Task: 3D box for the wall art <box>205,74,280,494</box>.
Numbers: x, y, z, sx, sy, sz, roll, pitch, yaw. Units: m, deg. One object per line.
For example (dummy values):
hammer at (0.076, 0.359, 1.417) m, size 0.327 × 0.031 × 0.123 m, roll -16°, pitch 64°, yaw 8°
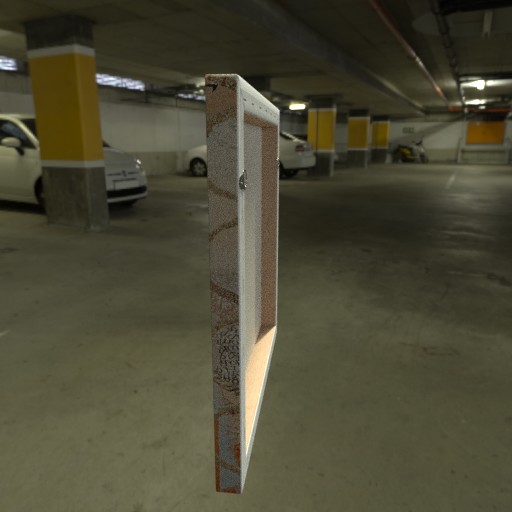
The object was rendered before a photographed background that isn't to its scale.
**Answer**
wall art at (0.000, 0.000, 0.752) m, size 0.038 × 0.508 × 0.507 m, roll 2°, pitch 14°, yaw 7°
